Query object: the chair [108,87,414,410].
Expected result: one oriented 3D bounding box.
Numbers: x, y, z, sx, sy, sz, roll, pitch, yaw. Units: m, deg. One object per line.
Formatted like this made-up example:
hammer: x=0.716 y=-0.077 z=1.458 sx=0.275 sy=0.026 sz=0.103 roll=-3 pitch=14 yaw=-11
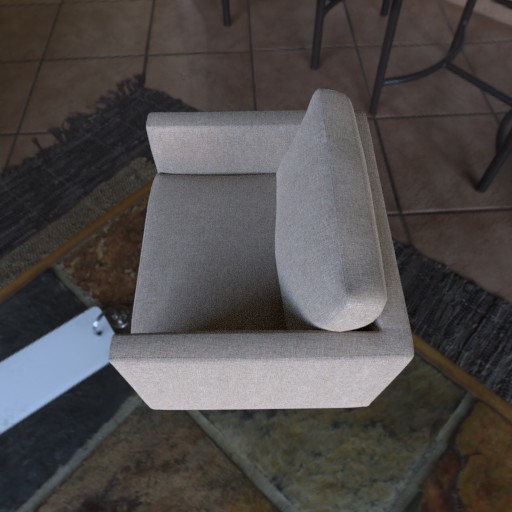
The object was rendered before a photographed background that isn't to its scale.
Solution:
chair: x=0.000 y=0.000 z=1.833 sx=0.959 sy=0.987 sz=1.107 roll=-1 pitch=59 yaw=0
